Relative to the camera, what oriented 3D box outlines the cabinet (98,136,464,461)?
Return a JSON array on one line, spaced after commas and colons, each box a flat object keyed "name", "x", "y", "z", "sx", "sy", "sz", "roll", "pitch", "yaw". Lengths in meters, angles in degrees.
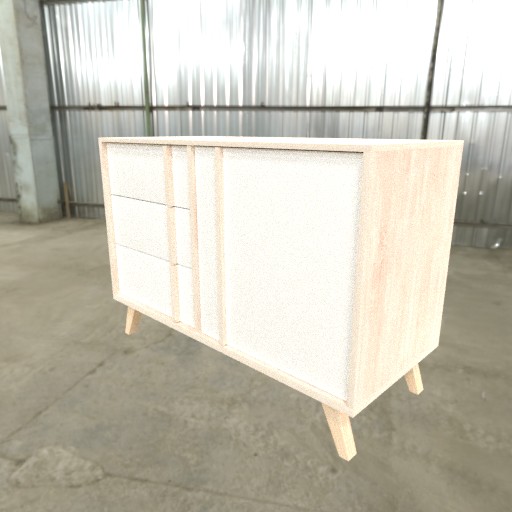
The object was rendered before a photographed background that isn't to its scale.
[{"name": "cabinet", "x": 0.000, "y": 0.000, "z": 1.526, "sx": 1.110, "sy": 0.780, "sz": 0.500, "roll": 15, "pitch": 22, "yaw": 42}]
